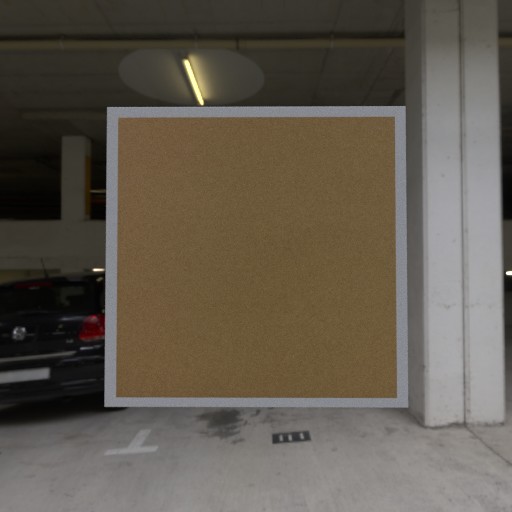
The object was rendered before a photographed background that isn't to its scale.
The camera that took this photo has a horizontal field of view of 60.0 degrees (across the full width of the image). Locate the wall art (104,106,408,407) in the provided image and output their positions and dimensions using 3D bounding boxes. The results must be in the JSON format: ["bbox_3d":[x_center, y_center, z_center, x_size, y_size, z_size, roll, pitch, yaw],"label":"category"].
[{"bbox_3d":[0.000,0.000,0.766,0.508,0.507,0.035,0,-2,0],"label":"wall art"}]
